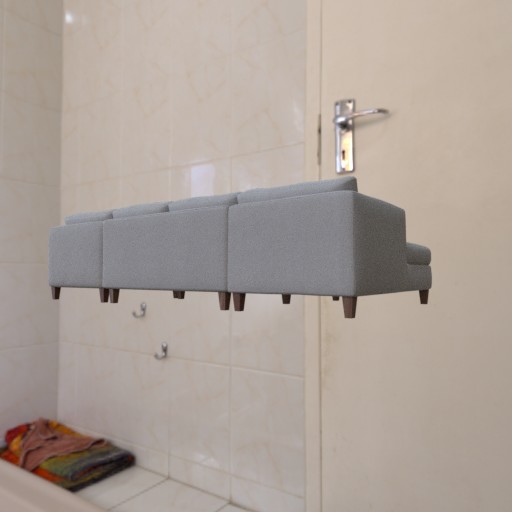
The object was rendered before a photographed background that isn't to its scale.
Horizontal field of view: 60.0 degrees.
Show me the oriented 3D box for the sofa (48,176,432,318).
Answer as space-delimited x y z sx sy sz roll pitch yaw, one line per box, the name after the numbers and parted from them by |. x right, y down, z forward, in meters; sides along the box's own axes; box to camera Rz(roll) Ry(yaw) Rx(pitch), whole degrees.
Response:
0.000 0.000 4.388 3.238 0.853 2.551 -2 -3 36 | sofa
